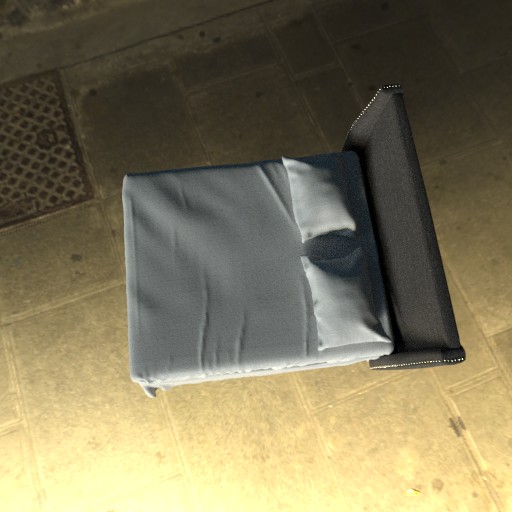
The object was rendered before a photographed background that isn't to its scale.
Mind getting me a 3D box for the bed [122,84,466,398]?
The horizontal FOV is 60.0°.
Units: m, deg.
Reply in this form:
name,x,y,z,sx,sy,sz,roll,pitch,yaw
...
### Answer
name,x,y,z,sx,sy,sz,roll,pitch,yaw
bed,0.000,0.000,3.413,2.276,1.332,1.925,-6,74,-2
